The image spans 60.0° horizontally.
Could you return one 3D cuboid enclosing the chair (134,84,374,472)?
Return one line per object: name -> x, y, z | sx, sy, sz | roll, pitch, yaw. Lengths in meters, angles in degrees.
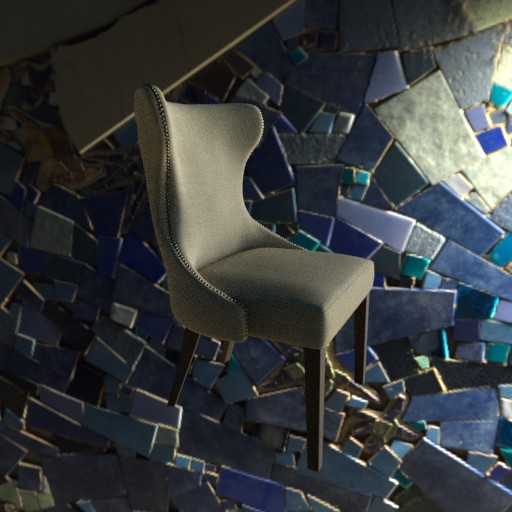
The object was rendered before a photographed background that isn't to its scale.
chair -> 0.000, 0.000, 1.377 | 0.635, 0.967, 0.628 | 7, 15, 26
